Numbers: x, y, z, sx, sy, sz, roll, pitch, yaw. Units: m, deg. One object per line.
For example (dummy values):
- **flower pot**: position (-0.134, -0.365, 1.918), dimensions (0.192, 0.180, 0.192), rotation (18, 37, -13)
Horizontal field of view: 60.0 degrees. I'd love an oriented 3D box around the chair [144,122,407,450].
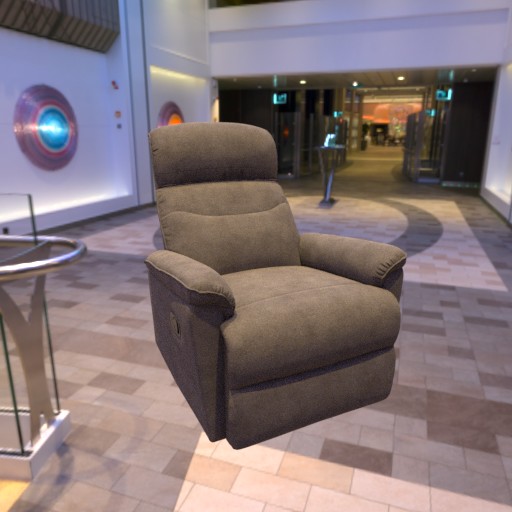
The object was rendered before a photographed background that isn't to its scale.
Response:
- **chair**: position (0.000, 0.000, 1.762), dimensions (0.830, 1.036, 1.009), rotation (-8, 17, -26)
